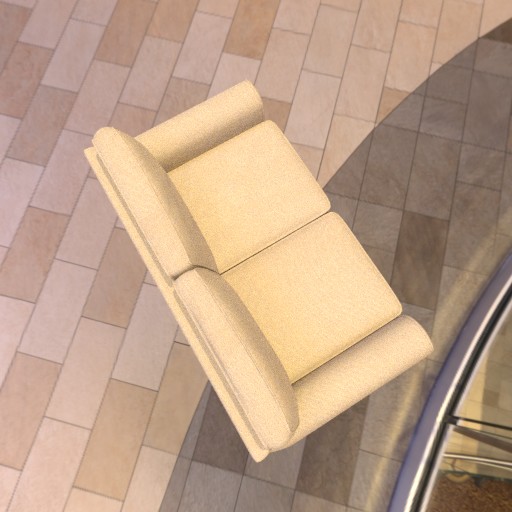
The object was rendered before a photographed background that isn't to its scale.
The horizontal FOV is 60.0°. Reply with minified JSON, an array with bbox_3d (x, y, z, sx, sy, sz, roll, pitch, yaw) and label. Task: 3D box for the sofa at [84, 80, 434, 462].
[{"bbox_3d":[0.000,0.000,2.340,0.991,0.940,1.727,-30,77,-8],"label":"sofa"}]
